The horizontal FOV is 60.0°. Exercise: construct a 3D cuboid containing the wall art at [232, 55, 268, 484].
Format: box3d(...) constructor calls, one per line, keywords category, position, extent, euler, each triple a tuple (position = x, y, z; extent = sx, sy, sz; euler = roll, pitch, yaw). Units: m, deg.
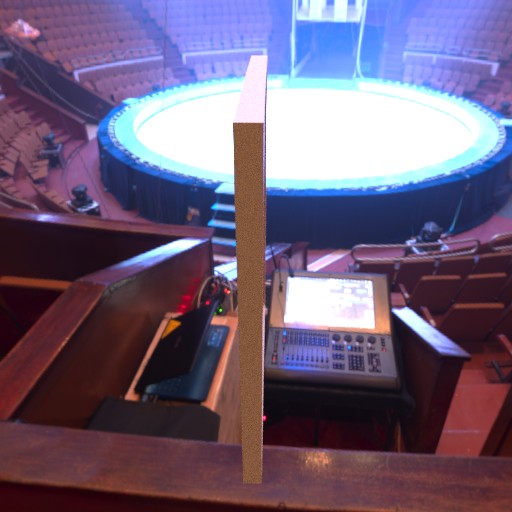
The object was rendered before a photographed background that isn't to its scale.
box3d(category="wall art", position=(0.000, 0.000, 0.727), extent=(0.030, 0.549, 0.443), euler=(1, 31, 1))
